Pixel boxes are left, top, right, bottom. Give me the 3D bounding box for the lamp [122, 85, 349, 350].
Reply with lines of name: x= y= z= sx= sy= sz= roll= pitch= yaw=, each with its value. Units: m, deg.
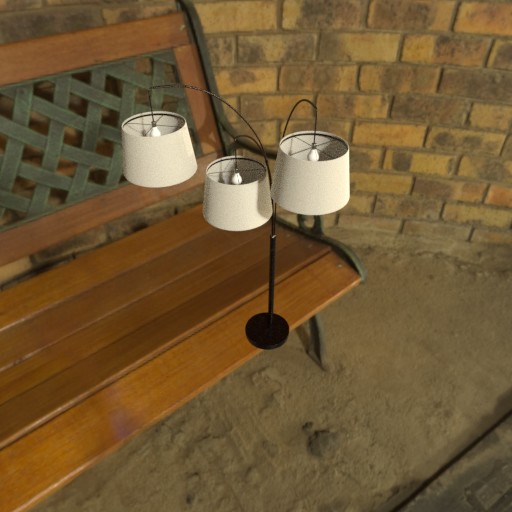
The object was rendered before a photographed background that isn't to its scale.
lamp: x=0.000 y=0.000 z=2.436 sx=0.951 sy=1.950 sz=0.924 roll=12 pitch=41 yaw=14
